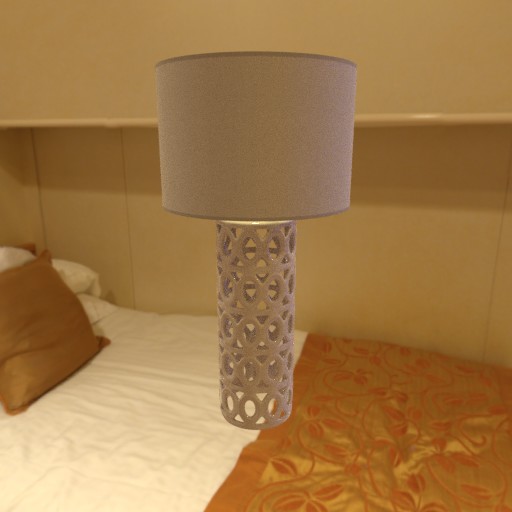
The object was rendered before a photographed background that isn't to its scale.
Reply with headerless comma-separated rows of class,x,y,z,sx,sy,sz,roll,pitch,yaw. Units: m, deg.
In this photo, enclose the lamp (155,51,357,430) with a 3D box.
lamp,0.000,0.000,0.812,0.324,0.636,0.325,-8,17,-26
